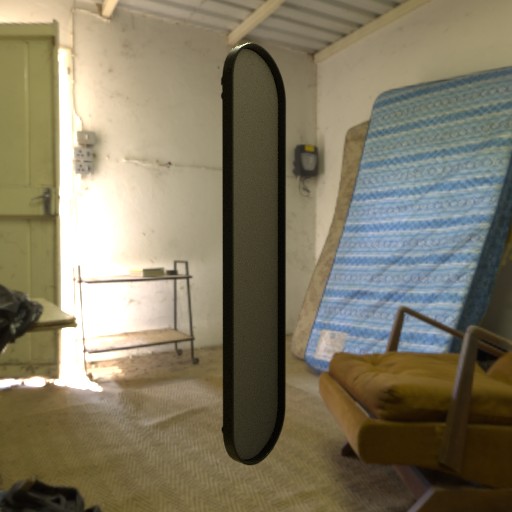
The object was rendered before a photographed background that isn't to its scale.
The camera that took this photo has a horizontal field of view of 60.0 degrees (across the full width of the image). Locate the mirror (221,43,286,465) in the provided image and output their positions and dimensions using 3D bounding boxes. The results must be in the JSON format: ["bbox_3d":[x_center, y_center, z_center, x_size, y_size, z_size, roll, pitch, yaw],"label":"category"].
[{"bbox_3d":[0.000,0.000,1.066,0.032,0.991,0.222,1,2,36],"label":"mirror"}]
